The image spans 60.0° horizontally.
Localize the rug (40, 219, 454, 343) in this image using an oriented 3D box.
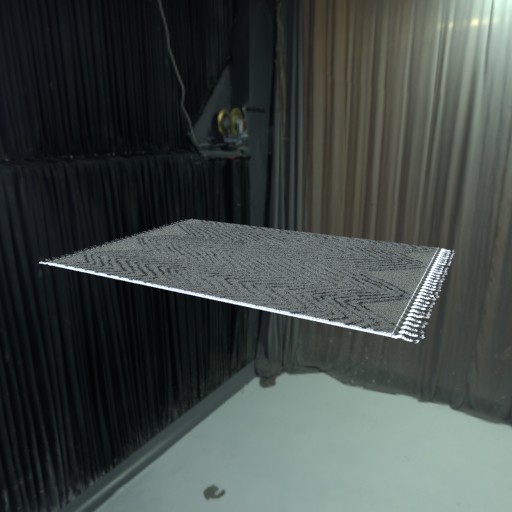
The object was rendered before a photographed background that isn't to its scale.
[{"bbox_3d":[0.000,0.000,2.332,1.847,0.014,1.230,9,18,27],"label":"rug"}]
